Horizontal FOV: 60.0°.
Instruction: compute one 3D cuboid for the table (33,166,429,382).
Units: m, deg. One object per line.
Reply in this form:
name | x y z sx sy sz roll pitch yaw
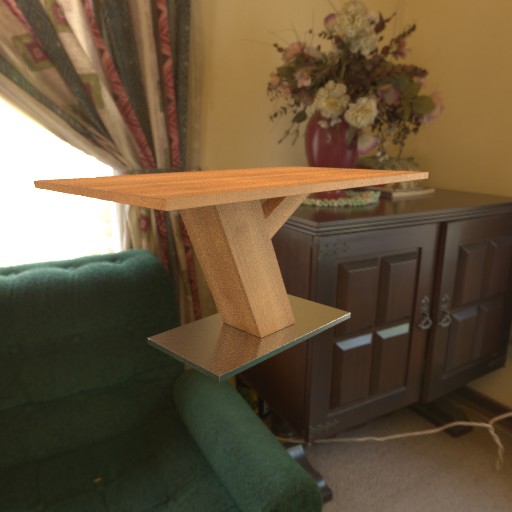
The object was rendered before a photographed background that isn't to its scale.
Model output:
table | 0.000 0.000 2.095 0.900 0.750 1.600 13 19 42
